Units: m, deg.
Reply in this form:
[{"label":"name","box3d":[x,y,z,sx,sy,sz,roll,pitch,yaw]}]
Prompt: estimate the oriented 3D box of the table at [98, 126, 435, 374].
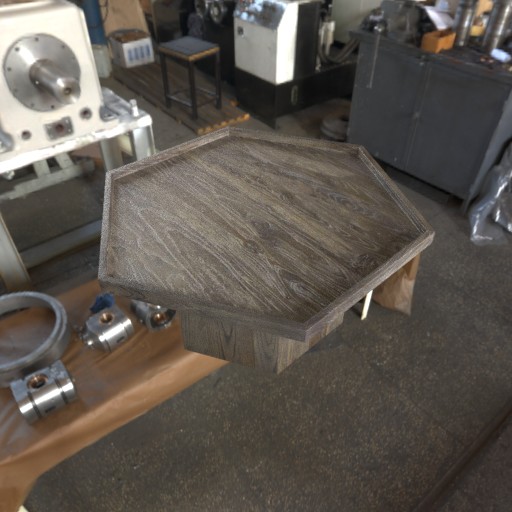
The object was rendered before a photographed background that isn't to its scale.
[{"label":"table","box3d":[0.000,0.000,1.599,1.115,0.488,0.966,12,42,13]}]
